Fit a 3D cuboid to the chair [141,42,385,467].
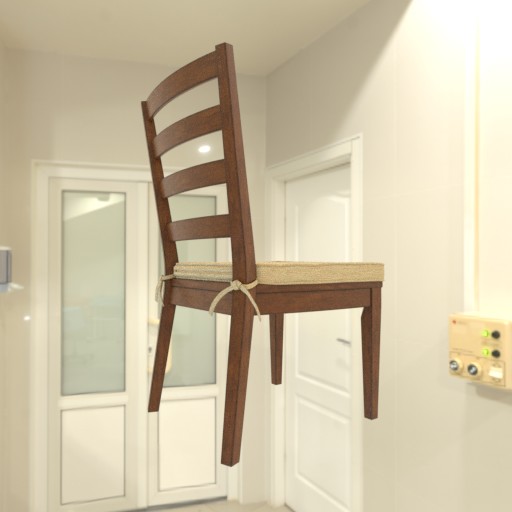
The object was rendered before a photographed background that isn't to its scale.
[{"bbox_3d":[0.000,0.000,1.369,0.595,0.979,0.593,0,-1,-36],"label":"chair"}]
